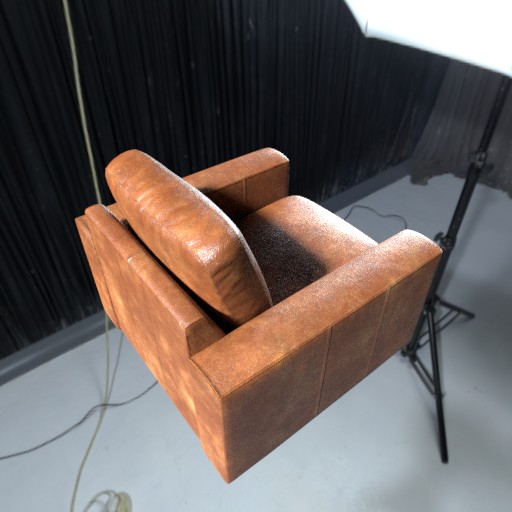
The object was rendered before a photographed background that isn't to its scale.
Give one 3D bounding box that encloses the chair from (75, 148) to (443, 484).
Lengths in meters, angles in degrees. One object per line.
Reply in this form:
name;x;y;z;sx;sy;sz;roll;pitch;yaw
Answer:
chair;0.000;0.000;1.736;1.016;0.873;1.005;-27;48;-28
